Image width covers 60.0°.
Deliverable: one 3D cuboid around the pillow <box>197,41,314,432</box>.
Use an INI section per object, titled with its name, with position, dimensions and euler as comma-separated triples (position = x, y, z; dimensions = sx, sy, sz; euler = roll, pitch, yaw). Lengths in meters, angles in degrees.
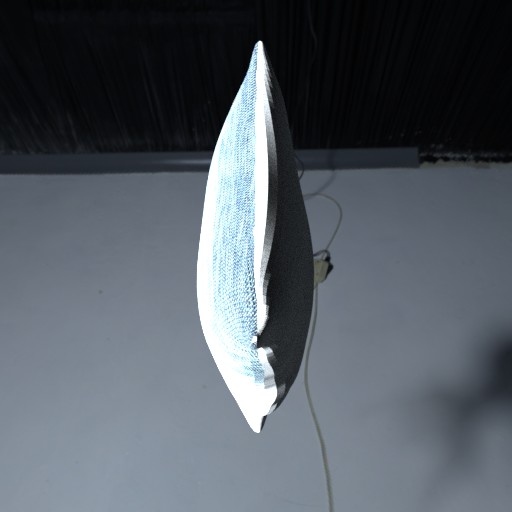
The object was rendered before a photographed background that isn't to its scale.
[pillow]
position = 0.000, 0.000, 0.678
dimensions = 0.182, 0.441, 0.440
euler = 1, 59, 1
